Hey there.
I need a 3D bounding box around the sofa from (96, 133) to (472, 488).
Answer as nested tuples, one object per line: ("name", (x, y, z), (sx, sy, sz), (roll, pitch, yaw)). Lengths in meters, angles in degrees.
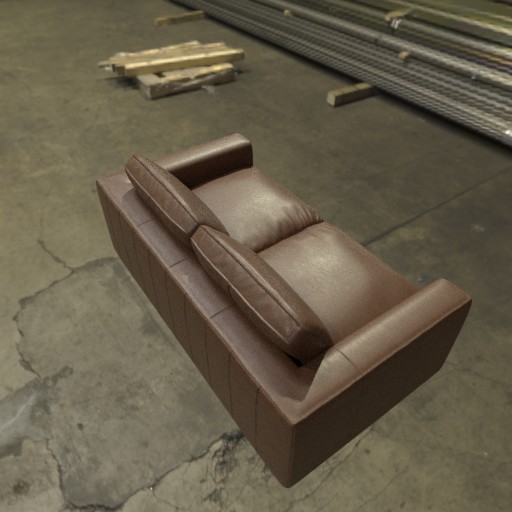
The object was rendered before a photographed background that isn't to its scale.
("sofa", (0.000, 0.000, 2.422), (1.070, 0.800, 1.920), (-26, 48, -25))
